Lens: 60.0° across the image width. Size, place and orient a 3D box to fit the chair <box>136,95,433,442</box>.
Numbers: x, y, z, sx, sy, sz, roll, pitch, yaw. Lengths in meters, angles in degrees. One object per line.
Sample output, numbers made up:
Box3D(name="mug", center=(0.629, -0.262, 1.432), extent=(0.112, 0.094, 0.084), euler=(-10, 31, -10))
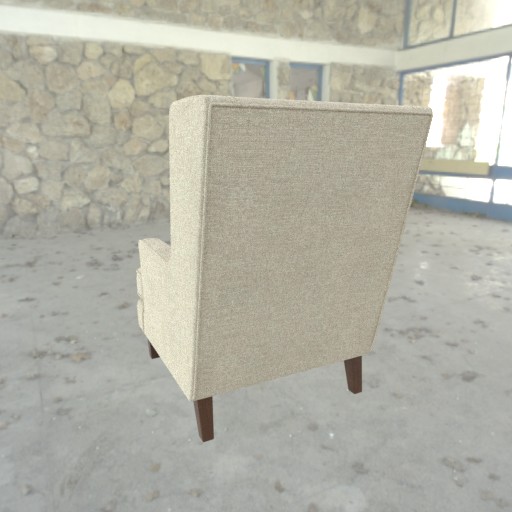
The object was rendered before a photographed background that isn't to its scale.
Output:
Box3D(name="chair", center=(0.000, 0.000, 1.724), extent=(0.764, 1.082, 0.948), euler=(-7, 16, -26))
